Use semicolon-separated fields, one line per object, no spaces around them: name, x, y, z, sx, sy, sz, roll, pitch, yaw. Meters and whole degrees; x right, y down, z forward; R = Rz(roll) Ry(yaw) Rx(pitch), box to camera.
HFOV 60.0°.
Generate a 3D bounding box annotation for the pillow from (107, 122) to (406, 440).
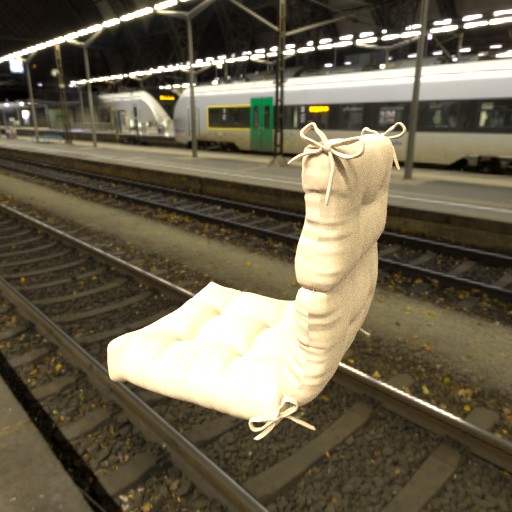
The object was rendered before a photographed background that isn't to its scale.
pillow;0.000;0.000;1.042;0.571;0.605;0.519;8;19;24
